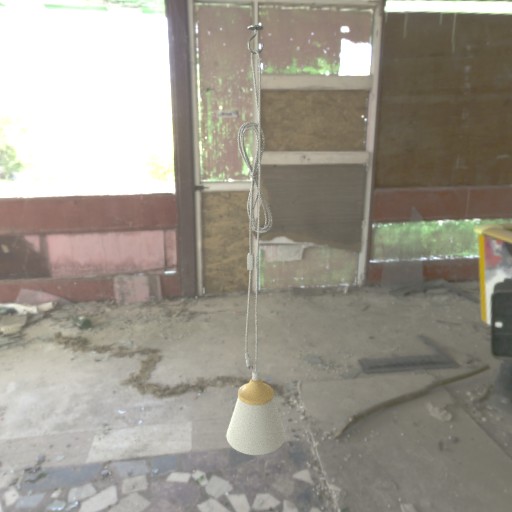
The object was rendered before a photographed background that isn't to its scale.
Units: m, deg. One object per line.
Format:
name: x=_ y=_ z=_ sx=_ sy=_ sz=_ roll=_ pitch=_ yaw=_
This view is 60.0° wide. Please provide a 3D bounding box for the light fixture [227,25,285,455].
light fixture: x=0.000 y=0.000 z=1.029 sx=0.153 sy=0.966 sz=0.153 roll=8 pitch=17 yaw=26
